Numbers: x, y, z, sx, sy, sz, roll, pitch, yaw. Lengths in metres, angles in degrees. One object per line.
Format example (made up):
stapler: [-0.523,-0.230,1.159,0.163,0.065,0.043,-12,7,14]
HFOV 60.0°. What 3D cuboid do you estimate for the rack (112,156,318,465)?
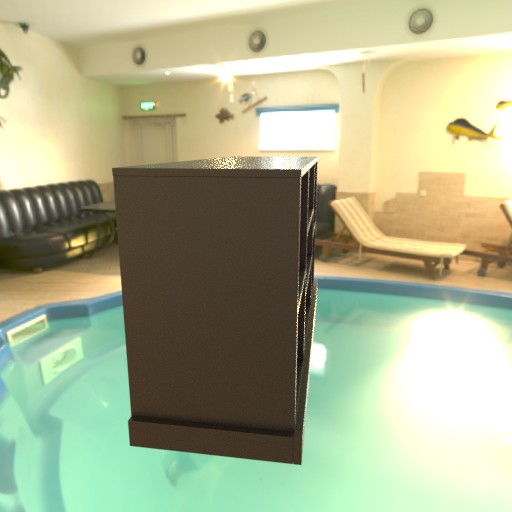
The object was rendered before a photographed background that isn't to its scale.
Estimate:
rack: [0.000,0.000,1.503,0.399,0.635,1.206,2,14,9]
